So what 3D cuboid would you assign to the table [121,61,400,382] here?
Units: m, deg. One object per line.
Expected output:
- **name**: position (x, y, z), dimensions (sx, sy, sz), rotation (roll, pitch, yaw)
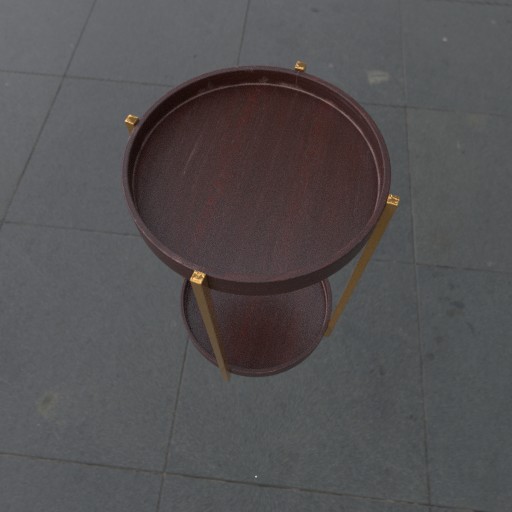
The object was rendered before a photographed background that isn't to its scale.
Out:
- **table**: position (0.000, 0.000, 0.881), dimensions (0.400, 0.610, 0.400), rotation (19, 65, 9)
